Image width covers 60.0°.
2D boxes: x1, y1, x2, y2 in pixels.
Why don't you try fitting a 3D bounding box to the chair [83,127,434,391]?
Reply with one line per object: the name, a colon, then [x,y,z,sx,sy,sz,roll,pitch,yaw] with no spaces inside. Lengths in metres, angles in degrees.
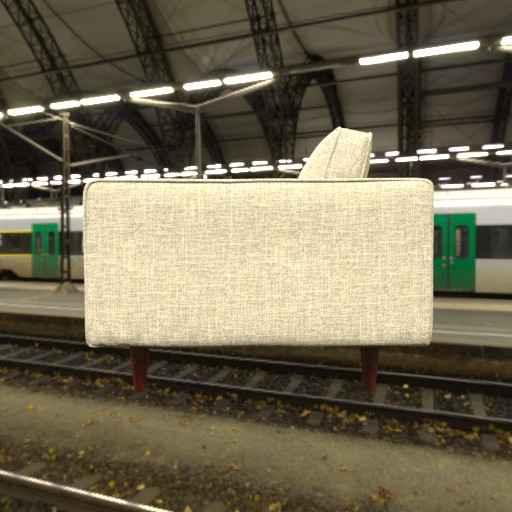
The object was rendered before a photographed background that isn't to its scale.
chair: [0.000,0.000,1.558,0.914,0.765,0.889,0,1,-1]
